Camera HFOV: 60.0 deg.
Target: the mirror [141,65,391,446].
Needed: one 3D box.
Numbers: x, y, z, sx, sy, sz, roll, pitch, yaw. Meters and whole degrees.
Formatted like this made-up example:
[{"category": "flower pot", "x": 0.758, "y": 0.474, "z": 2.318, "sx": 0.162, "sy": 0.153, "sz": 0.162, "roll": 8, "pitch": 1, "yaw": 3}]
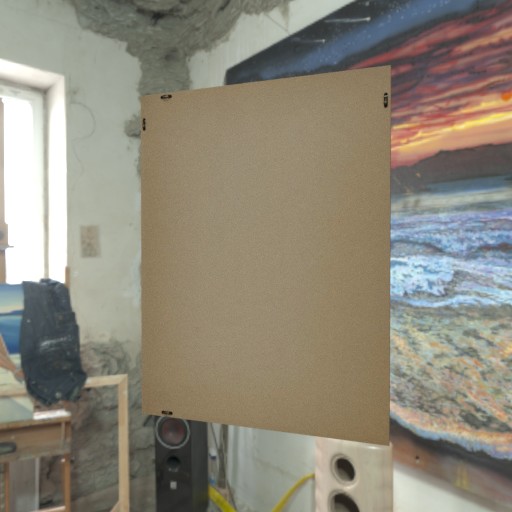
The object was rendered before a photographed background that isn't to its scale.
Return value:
[{"category": "mirror", "x": 0.000, "y": 0.000, "z": 1.314, "sx": 0.762, "sy": 1.016, "sz": 0.040, "roll": 0, "pitch": 1, "yaw": 18}]
